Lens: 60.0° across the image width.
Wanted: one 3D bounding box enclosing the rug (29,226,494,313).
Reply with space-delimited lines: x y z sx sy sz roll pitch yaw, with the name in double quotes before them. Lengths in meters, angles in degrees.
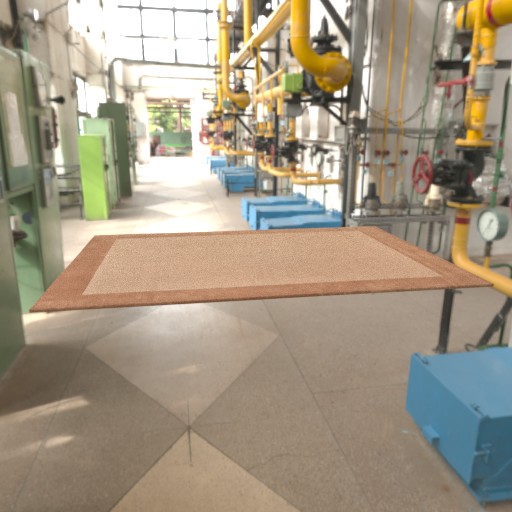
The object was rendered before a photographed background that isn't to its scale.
"rug" 0.000 0.000 2.294 1.829 0.014 1.219 -2 16 -9
